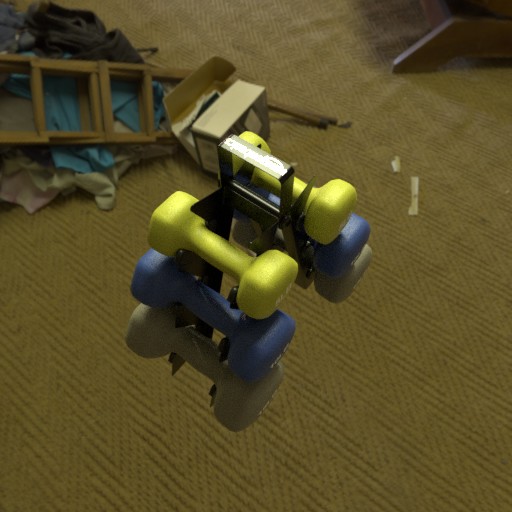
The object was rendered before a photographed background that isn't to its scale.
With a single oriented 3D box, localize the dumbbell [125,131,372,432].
[{"bbox_3d":[0.000,0.000,0.681,0.261,0.426,0.416,33,63,19],"label":"dumbbell"}]
